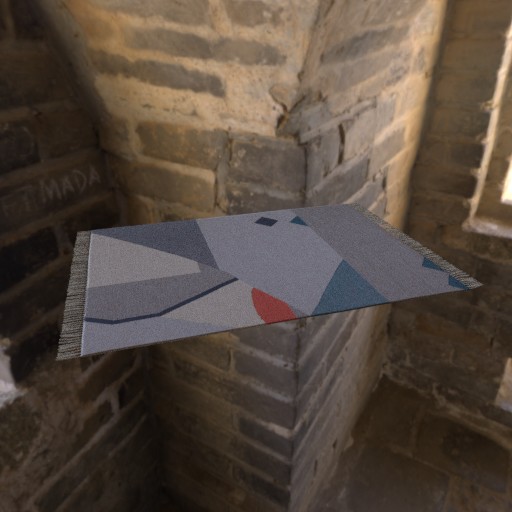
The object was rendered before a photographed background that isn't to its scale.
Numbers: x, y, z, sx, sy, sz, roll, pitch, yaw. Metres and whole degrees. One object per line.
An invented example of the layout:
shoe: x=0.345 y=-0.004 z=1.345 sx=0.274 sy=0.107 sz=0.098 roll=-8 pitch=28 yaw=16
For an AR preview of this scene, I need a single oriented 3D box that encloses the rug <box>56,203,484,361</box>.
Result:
rug: x=0.000 y=0.000 z=2.308 sx=1.828 sy=0.005 sz=1.220 roll=-7 pitch=27 yaw=-15
